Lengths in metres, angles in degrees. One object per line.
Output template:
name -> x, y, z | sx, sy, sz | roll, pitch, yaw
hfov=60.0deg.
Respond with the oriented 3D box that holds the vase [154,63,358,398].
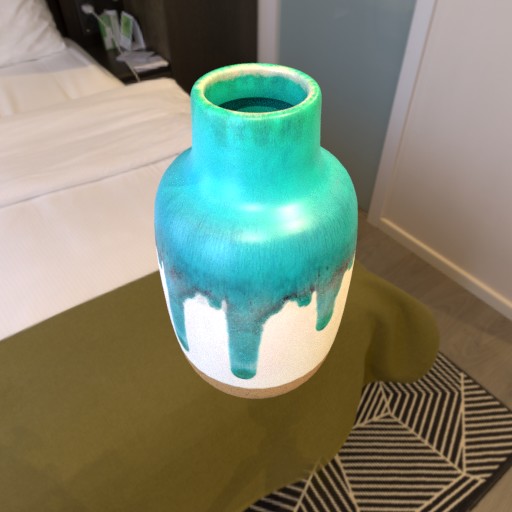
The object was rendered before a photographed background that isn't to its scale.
vase -> 0.000, 0.000, 0.246 | 0.106, 0.192, 0.106 | 0, 44, 0
